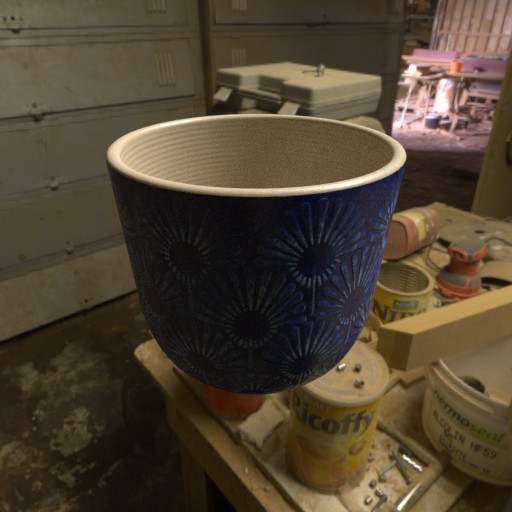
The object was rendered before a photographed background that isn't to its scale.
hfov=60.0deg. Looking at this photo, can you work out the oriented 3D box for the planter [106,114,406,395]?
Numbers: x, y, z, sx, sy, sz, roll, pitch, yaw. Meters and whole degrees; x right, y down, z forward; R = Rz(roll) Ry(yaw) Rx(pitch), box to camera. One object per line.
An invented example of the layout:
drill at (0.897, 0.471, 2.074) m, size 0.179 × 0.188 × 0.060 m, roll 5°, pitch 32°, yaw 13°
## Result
planter at (0.000, 0.000, 0.296) m, size 0.170 × 0.153 × 0.170 m, roll 0°, pitch 29°, yaw 0°
